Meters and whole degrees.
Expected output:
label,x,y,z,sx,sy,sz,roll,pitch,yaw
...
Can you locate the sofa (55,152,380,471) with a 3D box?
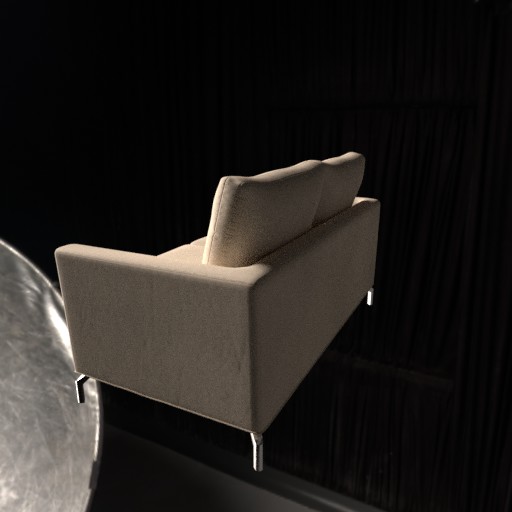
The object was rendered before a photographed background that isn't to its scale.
label,x,y,z,sx,sy,sz,roll,pitch,yaw
sofa,0.000,0.000,2.313,0.906,0.995,1.739,8,18,26
